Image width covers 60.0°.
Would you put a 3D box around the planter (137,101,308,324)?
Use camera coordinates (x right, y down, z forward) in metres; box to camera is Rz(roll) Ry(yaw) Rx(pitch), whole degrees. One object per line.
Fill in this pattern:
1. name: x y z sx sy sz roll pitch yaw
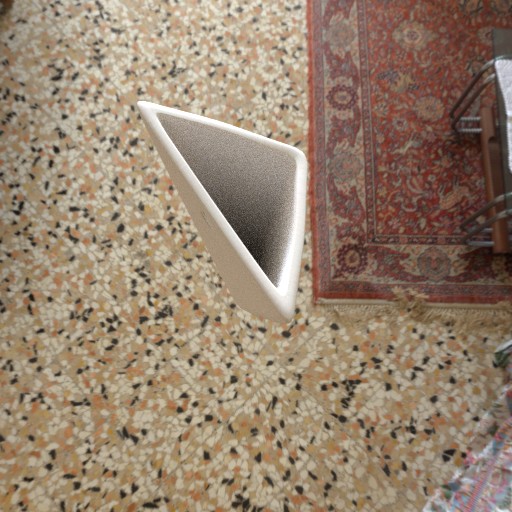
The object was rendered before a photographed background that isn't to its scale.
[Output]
1. planter: 0.000 0.000 0.390 0.065 0.338 0.143 -33 78 -8
